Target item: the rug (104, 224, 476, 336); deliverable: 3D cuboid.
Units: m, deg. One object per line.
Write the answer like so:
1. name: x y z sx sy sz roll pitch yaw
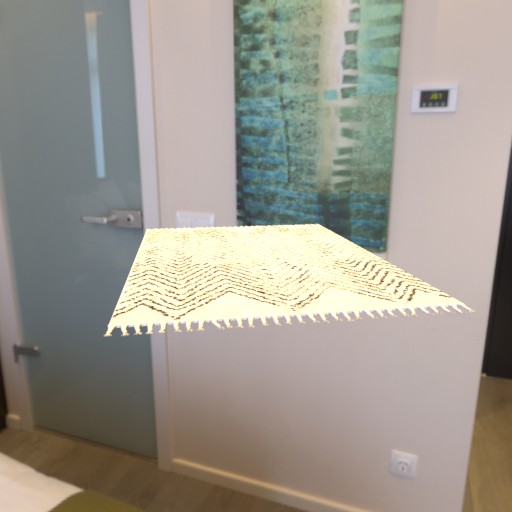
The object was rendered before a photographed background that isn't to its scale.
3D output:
1. rug: 0.000 0.000 2.288 1.230 0.014 1.847 -2 14 -9
